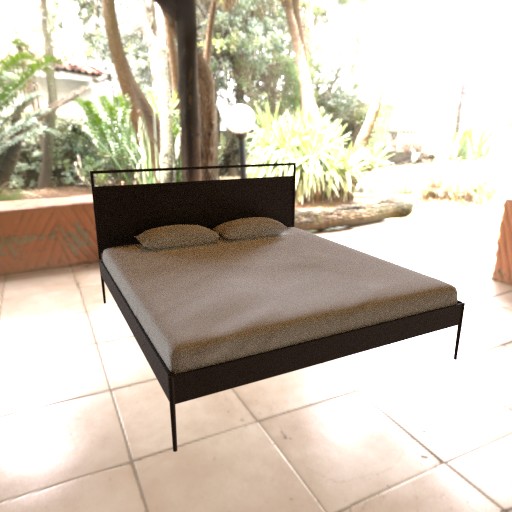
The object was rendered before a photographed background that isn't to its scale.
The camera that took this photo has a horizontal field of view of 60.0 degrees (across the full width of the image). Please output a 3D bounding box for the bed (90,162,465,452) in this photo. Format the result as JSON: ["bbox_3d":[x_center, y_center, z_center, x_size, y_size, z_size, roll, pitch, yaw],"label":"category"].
[{"bbox_3d":[0.000,0.000,3.342,1.993,1.173,2.151,-8,18,-26],"label":"bed"}]
